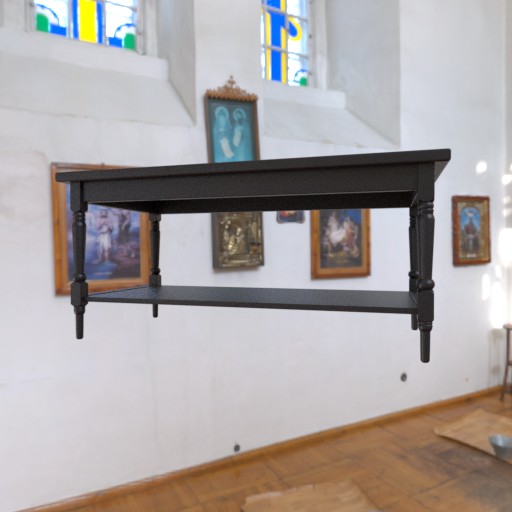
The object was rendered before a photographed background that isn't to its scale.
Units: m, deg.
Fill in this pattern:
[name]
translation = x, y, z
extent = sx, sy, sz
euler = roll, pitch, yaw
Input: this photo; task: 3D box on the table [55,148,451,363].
[table]
translation = 0.000, 0.000, 1.450
extent = 1.107, 0.510, 0.550
euler = 0, 1, 17
